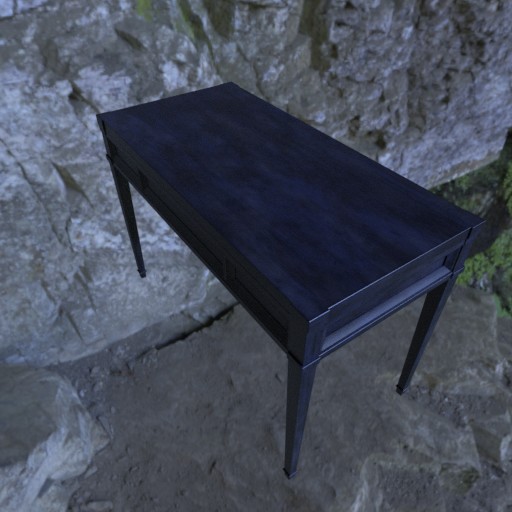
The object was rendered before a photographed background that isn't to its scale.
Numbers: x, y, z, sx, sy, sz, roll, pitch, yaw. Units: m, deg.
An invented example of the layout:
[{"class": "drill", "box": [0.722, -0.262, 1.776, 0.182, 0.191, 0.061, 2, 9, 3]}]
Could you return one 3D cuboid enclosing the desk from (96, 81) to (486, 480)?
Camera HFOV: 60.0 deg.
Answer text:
[{"class": "desk", "box": [0.000, 0.000, 1.752, 0.630, 0.861, 1.289, -25, 47, -26]}]
